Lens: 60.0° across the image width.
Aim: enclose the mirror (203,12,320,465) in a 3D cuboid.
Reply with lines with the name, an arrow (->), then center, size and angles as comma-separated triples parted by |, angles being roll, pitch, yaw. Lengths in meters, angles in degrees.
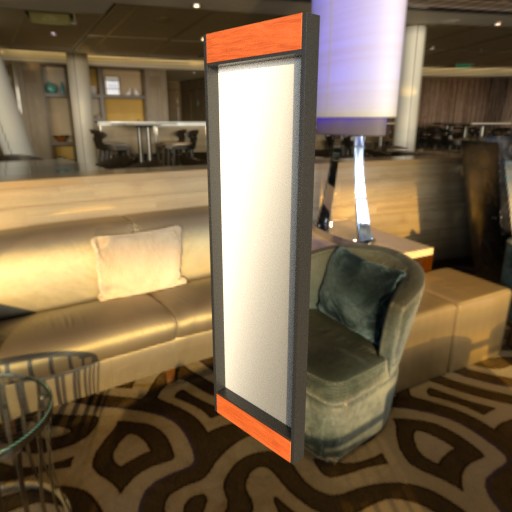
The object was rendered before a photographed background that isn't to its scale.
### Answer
mirror -> 0.000, 0.000, 1.197 | 0.047, 1.123, 0.343 | -16, 23, -42
